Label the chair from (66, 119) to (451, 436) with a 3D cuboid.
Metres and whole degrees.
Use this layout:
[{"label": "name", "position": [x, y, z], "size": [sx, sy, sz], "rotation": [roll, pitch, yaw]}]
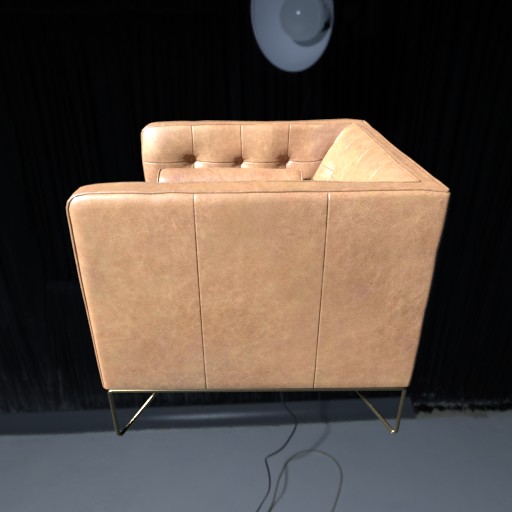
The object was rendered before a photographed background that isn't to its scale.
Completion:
[{"label": "chair", "position": [0.000, 0.000, 1.583], "size": [0.912, 0.797, 0.920], "rotation": [0, 27, -1]}]
